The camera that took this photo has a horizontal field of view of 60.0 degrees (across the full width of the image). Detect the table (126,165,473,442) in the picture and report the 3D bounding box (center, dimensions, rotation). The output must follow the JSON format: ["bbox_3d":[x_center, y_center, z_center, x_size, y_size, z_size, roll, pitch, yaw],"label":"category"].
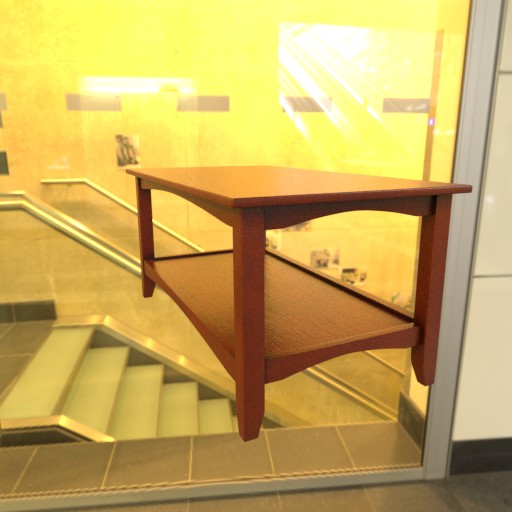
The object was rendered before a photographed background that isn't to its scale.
[{"bbox_3d":[0.000,0.000,1.260,0.533,0.456,0.943,-7,16,-25],"label":"table"}]
